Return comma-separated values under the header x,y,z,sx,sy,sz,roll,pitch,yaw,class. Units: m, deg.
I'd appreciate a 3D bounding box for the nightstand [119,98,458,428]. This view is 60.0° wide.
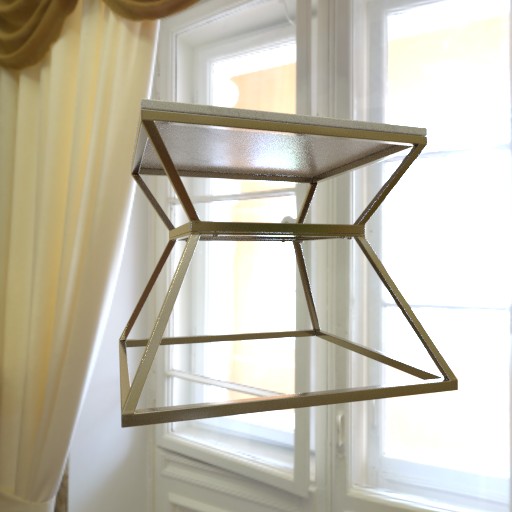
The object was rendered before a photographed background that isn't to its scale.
x,y,z,sx,sy,sz,roll,pitch,yaw,class
0.000,0.000,0.872,0.513,0.426,0.514,0,0,-18,nightstand
